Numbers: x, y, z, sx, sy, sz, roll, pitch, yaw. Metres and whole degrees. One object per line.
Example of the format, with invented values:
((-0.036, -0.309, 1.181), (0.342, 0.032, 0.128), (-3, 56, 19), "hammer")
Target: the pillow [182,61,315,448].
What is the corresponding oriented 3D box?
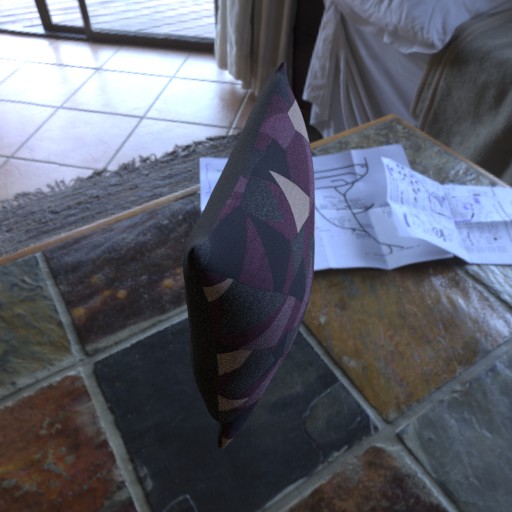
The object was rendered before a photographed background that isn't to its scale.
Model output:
((0.000, 0.000, 0.782), (0.208, 0.496, 0.503), (10, 47, 9), "pillow")
